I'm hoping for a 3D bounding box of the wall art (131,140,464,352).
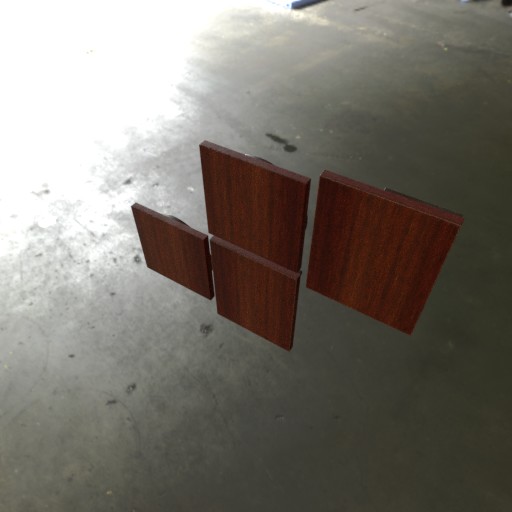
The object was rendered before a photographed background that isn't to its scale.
[{"bbox_3d":[0.000,0.000,0.868,0.635,0.497,0.030,25,51,21],"label":"wall art"}]
